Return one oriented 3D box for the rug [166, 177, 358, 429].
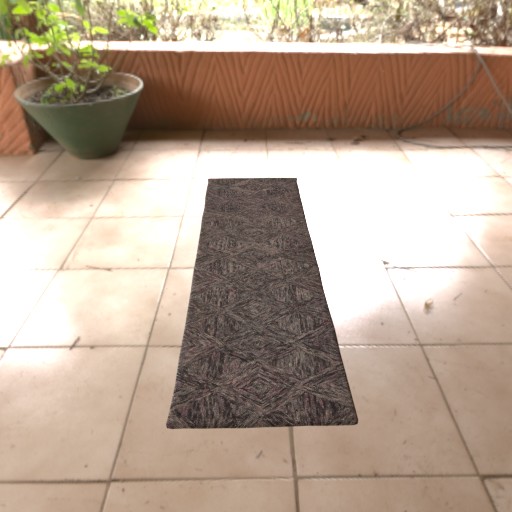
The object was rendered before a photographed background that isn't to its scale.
[{"bbox_3d":[0.000,0.000,2.579,0.719,0.013,2.305,-1,33,-1],"label":"rug"}]
